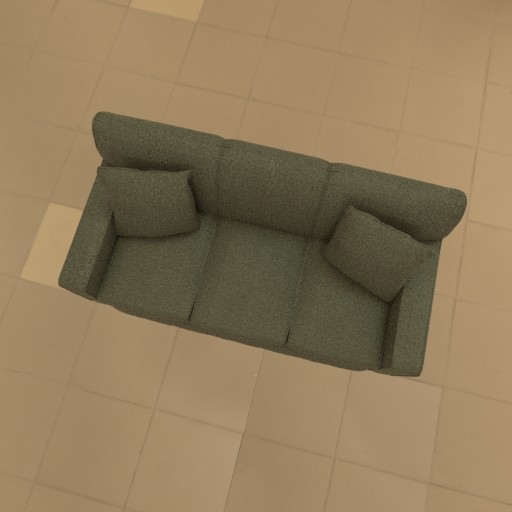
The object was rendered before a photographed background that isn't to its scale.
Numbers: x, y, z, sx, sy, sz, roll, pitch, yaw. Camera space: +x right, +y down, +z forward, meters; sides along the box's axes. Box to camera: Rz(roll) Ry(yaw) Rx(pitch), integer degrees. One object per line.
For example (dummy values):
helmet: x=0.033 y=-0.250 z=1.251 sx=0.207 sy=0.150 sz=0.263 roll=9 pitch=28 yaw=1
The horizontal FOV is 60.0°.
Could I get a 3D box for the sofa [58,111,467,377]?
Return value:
sofa: x=0.000 y=0.000 z=2.618 sx=2.024 sy=0.958 sz=0.997 roll=13 pitch=75 yaw=4
